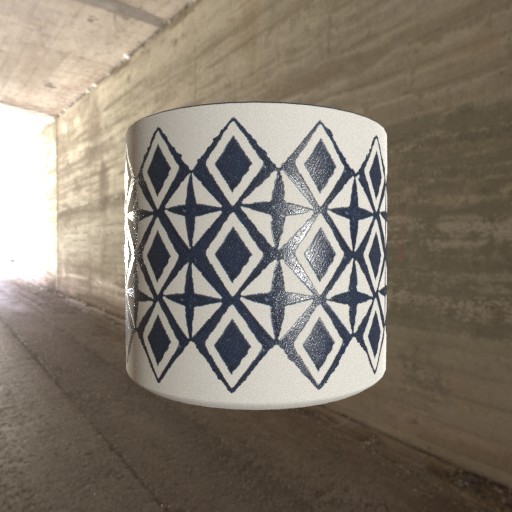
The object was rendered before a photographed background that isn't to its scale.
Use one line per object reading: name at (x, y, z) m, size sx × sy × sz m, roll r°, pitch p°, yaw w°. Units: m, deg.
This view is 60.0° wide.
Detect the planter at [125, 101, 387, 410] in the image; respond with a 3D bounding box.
planter at (0.000, 0.000, 0.281) m, size 0.159 × 0.144 × 0.159 m, roll 0°, pitch 1°, yaw 0°
